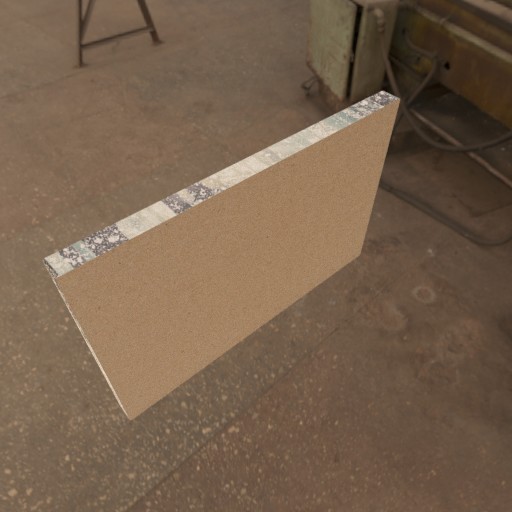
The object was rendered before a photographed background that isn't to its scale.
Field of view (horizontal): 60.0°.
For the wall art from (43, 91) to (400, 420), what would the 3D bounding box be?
[{"bbox_3d":[0.000,0.000,0.784,0.618,0.398,0.042,-32,55,-26],"label":"wall art"}]
